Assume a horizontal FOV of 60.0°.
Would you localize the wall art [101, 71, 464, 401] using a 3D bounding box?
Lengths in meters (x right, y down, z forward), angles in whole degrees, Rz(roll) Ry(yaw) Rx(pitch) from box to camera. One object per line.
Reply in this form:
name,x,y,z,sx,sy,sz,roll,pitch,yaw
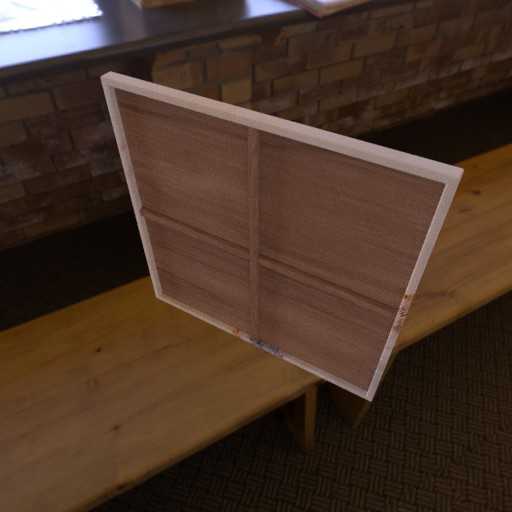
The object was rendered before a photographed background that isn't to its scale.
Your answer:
wall art,0.000,0.000,1.301,0.889,0.889,0.038,22,50,20
